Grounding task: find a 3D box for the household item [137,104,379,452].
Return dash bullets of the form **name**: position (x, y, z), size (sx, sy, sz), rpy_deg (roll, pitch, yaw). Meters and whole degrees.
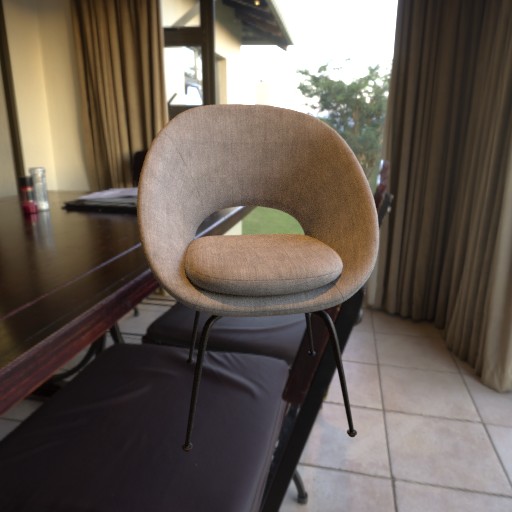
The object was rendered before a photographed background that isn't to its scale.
- **household item**: position (0.000, 0.000, 1.300), size (0.643, 0.869, 0.587), rpy_deg (-2, 16, -7)
